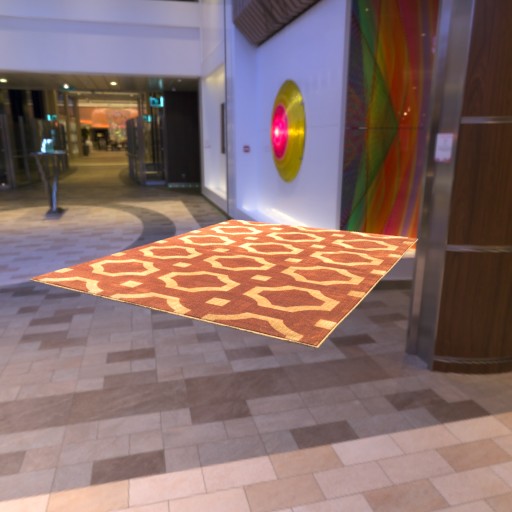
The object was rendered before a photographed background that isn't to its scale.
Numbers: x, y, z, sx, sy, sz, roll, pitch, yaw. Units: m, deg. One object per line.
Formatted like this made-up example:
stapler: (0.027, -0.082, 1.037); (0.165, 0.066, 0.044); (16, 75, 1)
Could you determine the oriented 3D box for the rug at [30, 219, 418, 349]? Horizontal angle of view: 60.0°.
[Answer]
rug: (0.000, 0.000, 4.260); (2.466, 0.021, 3.049); (8, 17, 28)
